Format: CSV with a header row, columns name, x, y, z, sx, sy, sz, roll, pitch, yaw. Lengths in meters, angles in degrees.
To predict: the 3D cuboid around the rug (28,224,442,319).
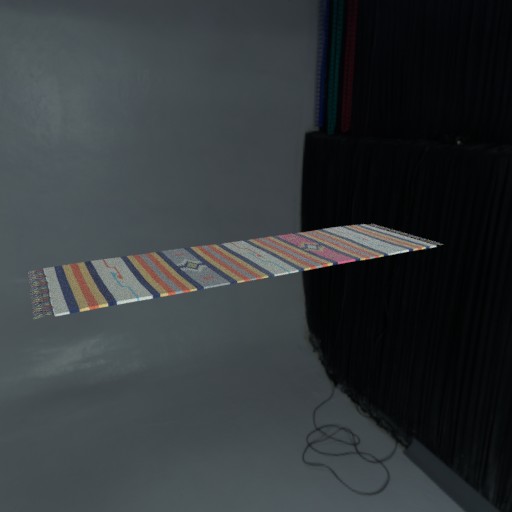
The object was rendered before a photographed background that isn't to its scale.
name,x,y,z,sx,sy,sz,roll,pitch,yaw
rug,0.000,0.000,2.673,2.455,0.017,0.695,-9,19,-27
